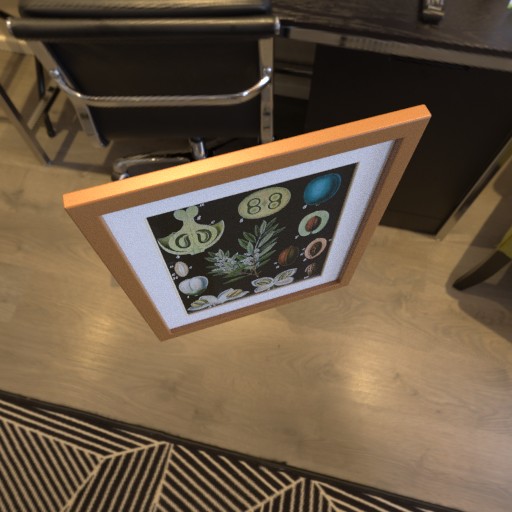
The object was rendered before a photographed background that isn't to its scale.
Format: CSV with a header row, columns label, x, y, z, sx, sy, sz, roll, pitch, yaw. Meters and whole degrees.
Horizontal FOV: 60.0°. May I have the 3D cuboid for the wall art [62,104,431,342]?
label,x,y,z,sx,sy,sz,roll,pitch,yaw
wall art,0.000,0.000,0.529,0.310,0.379,0.015,-16,65,-8
